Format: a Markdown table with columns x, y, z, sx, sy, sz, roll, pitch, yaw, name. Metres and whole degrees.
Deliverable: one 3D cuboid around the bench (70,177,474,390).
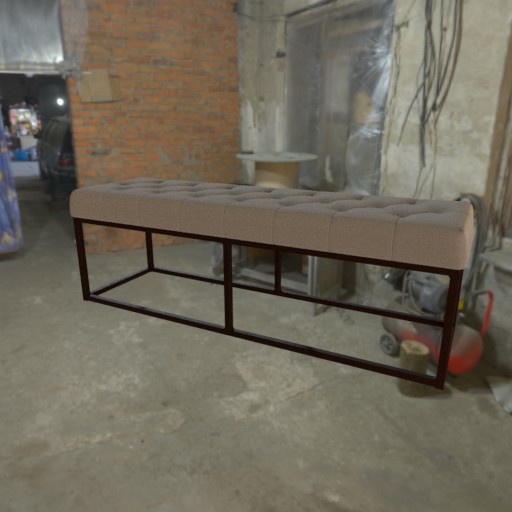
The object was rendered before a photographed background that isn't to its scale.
| x | y | z | sx | sy | sz | roll | pitch | yaw | name |
| --- | --- | --- | --- | --- | --- | --- | --- | --- | --- |
| 0.000 | 0.000 | 1.728 | 1.488 | 0.488 | 0.479 | 9 | 19 | 26 | bench |
